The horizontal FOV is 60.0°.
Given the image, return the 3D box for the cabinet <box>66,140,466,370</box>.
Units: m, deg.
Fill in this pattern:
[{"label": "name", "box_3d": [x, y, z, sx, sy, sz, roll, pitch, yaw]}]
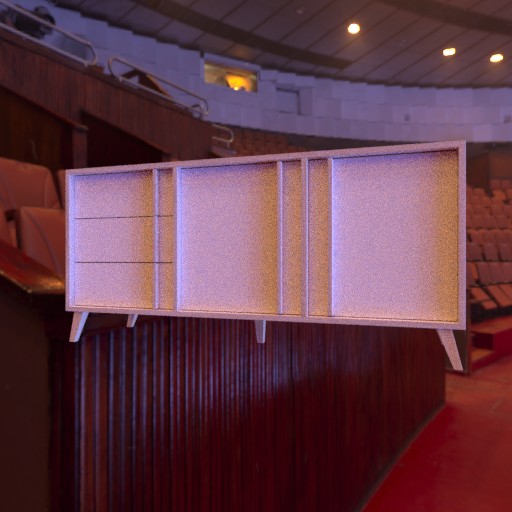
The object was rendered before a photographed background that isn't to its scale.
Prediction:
[{"label": "cabinet", "box_3d": [0.000, 0.000, 1.987, 1.649, 0.780, 0.500, 0, 0, 18]}]
